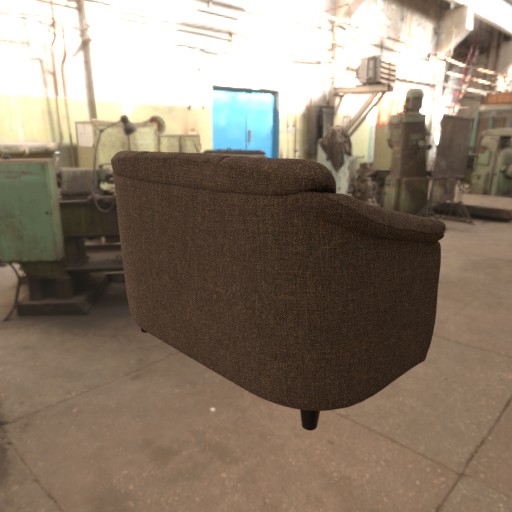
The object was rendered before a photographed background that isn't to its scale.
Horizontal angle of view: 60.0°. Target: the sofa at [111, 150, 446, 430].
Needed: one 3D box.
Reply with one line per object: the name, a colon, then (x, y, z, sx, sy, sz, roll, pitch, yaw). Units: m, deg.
sofa: (0.000, 0.000, 1.925, 0.799, 0.895, 1.404, -14, 21, -42)
